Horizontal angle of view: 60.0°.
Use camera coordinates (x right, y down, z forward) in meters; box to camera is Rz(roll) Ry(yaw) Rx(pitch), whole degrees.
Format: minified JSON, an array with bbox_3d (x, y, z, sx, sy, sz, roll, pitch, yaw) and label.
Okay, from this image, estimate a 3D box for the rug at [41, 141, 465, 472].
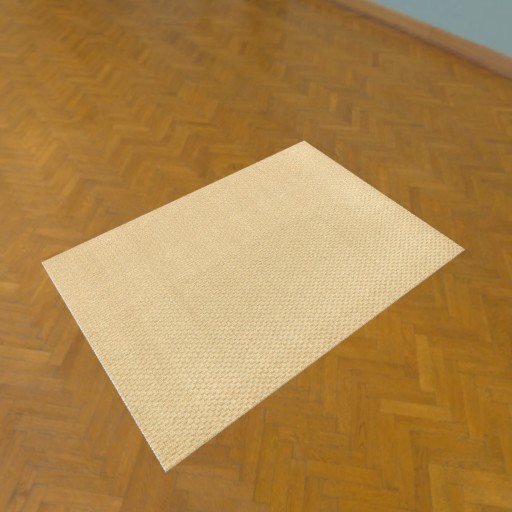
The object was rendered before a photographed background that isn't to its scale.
[{"bbox_3d":[0.000,0.000,2.745,2.144,0.013,1.509,-30,54,-24],"label":"rug"}]
